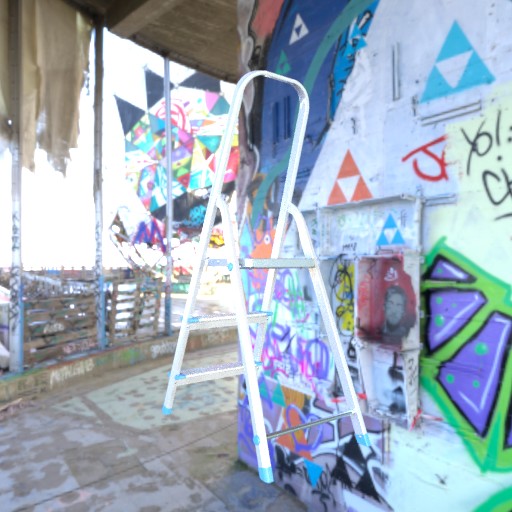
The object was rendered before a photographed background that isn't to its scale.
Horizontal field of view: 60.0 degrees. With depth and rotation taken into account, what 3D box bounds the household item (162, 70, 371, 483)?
[{"bbox_3d":[0.000,0.000,1.580,0.420,1.215,0.687,0,-1,-36],"label":"household item"}]
